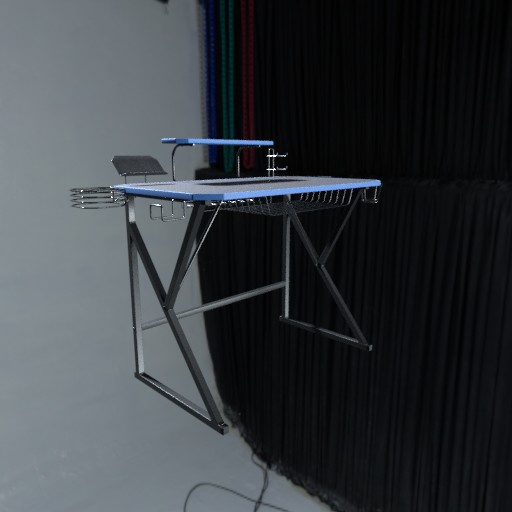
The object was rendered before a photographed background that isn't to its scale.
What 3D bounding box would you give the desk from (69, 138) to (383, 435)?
[{"bbox_3d":[0.000,0.000,1.786,0.594,0.909,1.295,12,18,43],"label":"desk"}]
